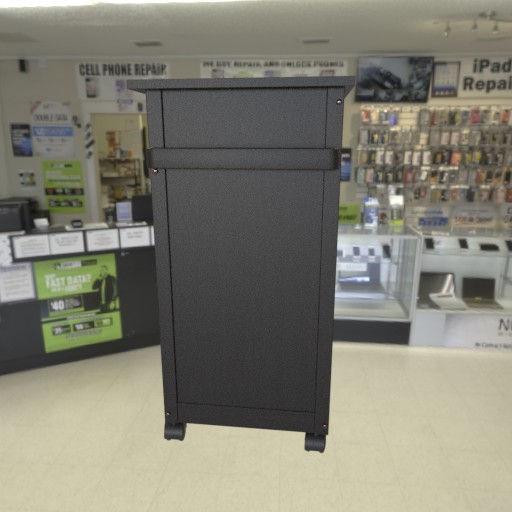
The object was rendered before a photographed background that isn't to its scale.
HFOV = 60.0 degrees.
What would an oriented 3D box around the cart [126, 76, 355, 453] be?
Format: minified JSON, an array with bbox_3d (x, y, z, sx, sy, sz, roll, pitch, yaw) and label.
[{"bbox_3d":[0.000,0.000,1.272,0.456,0.879,0.660,2,15,7],"label":"cart"}]
